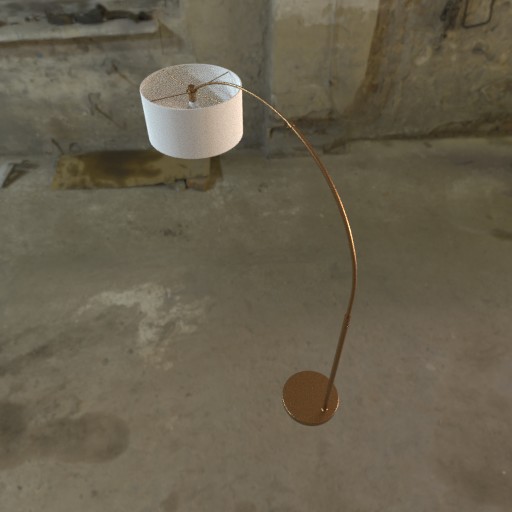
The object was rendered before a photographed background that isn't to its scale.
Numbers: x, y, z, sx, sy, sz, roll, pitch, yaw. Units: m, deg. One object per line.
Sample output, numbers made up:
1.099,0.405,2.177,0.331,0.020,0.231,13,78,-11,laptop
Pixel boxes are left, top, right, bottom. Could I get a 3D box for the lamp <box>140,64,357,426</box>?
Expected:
0.000,0.000,2.526,0.493,1.927,1.434,-33,55,-28,lamp
